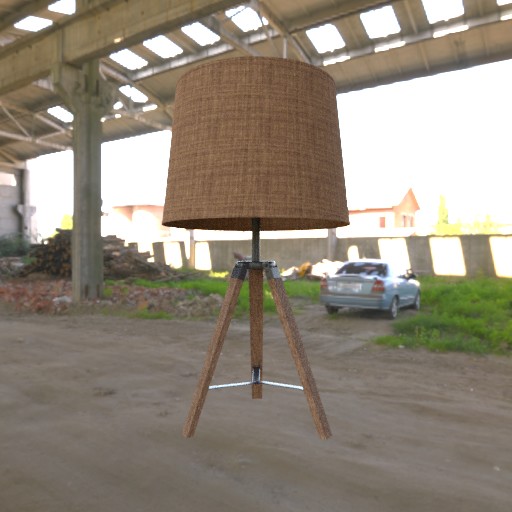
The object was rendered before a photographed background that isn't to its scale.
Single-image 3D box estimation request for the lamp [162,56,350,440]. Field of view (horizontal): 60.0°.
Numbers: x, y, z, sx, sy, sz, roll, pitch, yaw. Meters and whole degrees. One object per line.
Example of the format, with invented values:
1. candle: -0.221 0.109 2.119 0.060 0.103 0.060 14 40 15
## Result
1. lamp: 0.000 0.000 0.694 0.290 0.514 0.290 0 0 0
